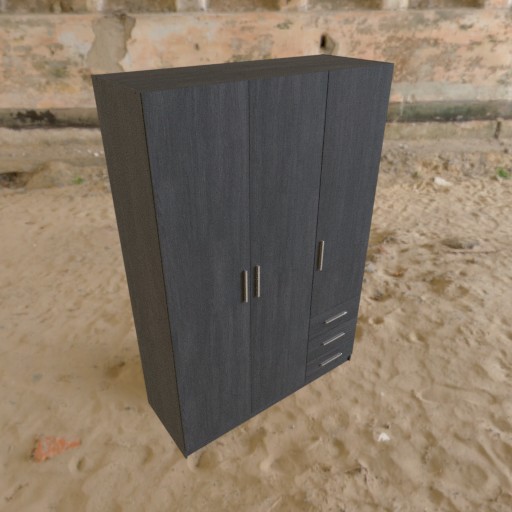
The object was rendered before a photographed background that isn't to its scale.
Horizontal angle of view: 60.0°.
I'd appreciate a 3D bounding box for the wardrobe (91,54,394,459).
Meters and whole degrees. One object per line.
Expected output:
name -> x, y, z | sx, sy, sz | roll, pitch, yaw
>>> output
wardrobe -> 0.000, 0.000, 2.433 | 1.290, 1.910, 0.510 | -20, 36, -31
